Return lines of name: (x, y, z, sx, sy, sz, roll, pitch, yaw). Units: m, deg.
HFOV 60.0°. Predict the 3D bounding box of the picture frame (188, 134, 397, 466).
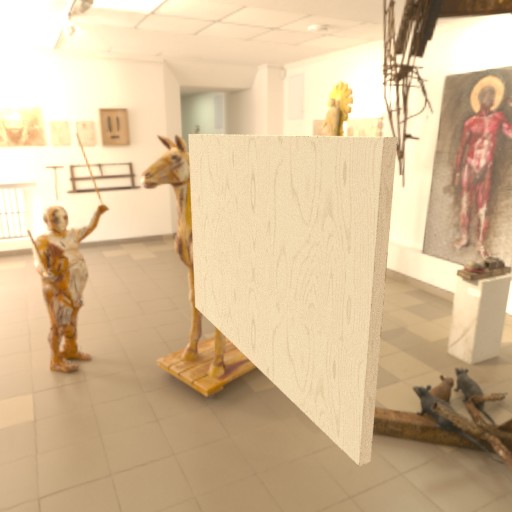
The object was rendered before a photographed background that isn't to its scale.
picture frame: (0.000, 0.000, 1.217, 0.029, 0.640, 0.950, -8, 18, -27)
